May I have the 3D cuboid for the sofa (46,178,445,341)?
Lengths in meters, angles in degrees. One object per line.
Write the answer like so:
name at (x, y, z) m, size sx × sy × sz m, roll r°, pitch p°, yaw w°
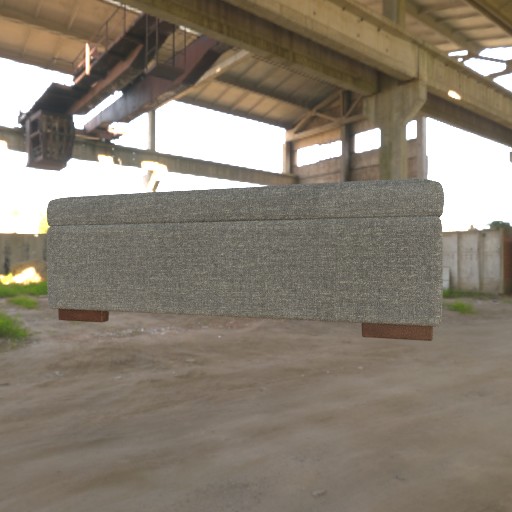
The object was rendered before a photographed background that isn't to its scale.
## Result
sofa at (0.000, 0.000, 1.621) m, size 1.198 × 0.417 × 0.782 m, roll 0°, pitch 0°, yaw 18°
